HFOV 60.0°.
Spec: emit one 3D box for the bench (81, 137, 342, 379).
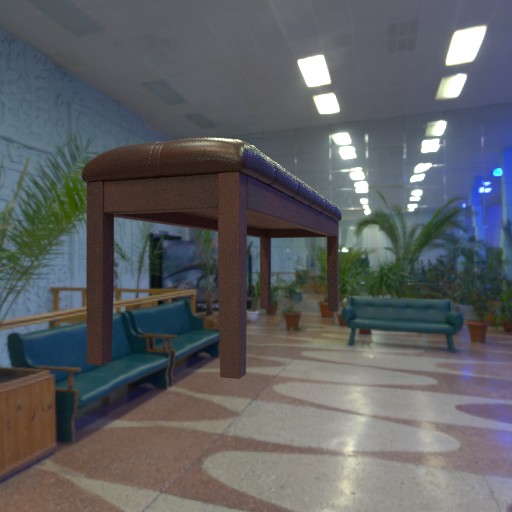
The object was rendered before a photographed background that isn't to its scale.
[{"bbox_3d":[0.000,0.000,1.504,0.401,0.491,1.259,0,-1,19],"label":"bench"}]
